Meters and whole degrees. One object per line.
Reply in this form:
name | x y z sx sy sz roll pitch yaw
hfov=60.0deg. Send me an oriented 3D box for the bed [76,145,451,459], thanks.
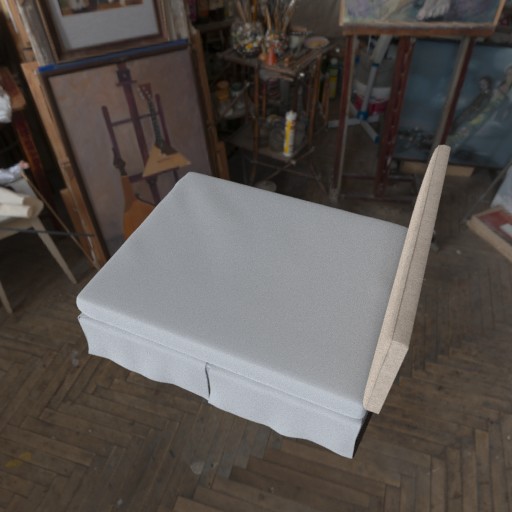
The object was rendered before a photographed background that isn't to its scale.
bed | 0.000 0.000 2.977 1.978 1.270 1.643 17 48 16
